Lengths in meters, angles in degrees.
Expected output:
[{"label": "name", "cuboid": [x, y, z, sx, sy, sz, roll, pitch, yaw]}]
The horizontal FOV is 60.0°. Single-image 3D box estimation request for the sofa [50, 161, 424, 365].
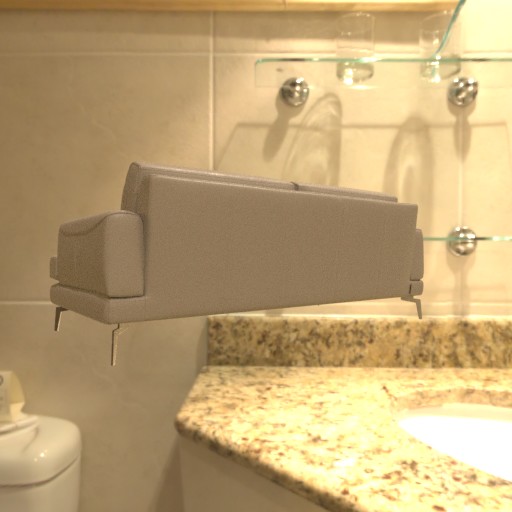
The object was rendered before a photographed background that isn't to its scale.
[{"label": "sofa", "cuboid": [0.000, 0.000, 2.450, 1.940, 0.765, 0.974, 0, 0, -36]}]
